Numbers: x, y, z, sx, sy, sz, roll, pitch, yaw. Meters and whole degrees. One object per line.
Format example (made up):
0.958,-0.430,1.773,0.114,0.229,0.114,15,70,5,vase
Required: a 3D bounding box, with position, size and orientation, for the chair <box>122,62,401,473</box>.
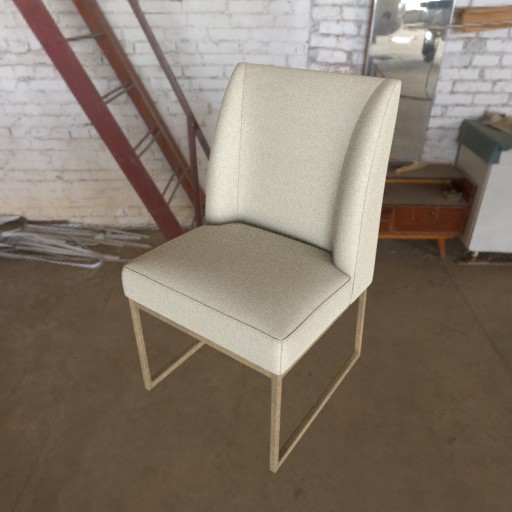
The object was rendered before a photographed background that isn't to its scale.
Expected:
0.000,0.000,1.177,0.508,0.863,0.522,20,37,30,chair
